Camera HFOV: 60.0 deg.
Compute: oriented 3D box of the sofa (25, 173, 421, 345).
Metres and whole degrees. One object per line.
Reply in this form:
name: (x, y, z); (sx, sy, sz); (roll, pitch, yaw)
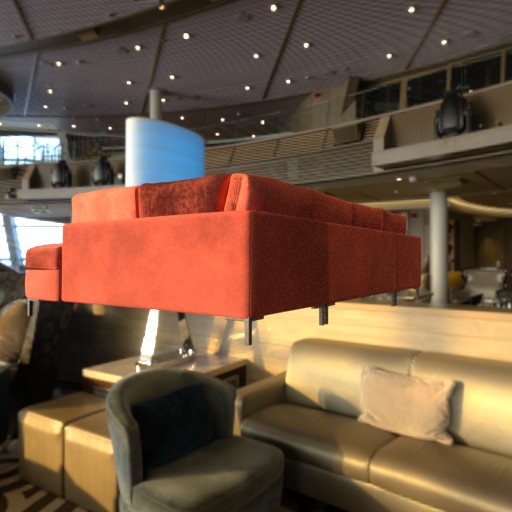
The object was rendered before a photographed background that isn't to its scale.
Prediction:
sofa: (0.000, 0.000, 3.781); (1.981, 0.858, 2.971); (0, -1, 35)
